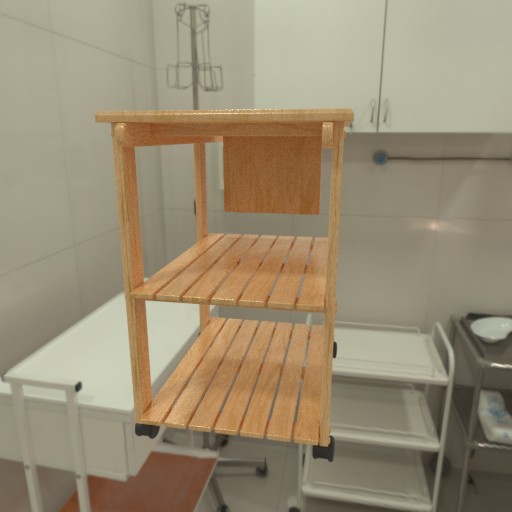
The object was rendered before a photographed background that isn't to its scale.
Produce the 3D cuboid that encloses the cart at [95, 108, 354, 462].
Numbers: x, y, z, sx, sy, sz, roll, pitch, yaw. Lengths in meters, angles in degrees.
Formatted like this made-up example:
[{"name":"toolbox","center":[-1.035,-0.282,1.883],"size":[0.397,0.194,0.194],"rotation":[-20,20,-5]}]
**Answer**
[{"name":"cart","center":[0.000,0.000,1.350],"size":[0.520,0.816,0.843],"rotation":[3,15,10]}]
